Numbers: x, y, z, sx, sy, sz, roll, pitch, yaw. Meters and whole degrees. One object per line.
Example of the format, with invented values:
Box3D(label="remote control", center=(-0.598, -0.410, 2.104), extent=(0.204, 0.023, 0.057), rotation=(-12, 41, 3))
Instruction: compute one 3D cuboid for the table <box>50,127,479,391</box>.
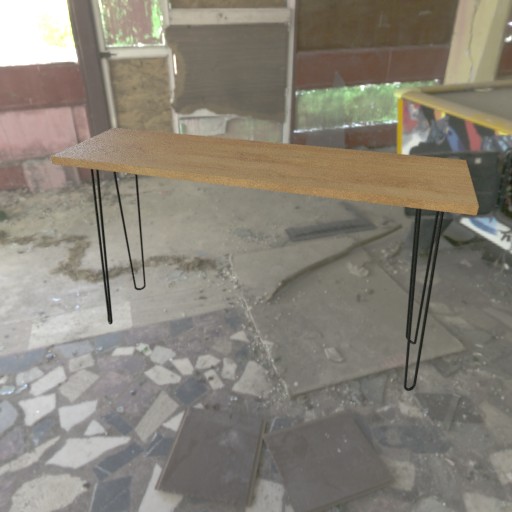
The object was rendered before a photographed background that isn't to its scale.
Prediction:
Box3D(label="table", center=(0.000, 0.000, 1.756), extent=(1.400, 0.799, 0.399), rotation=(9, 32, 15))
